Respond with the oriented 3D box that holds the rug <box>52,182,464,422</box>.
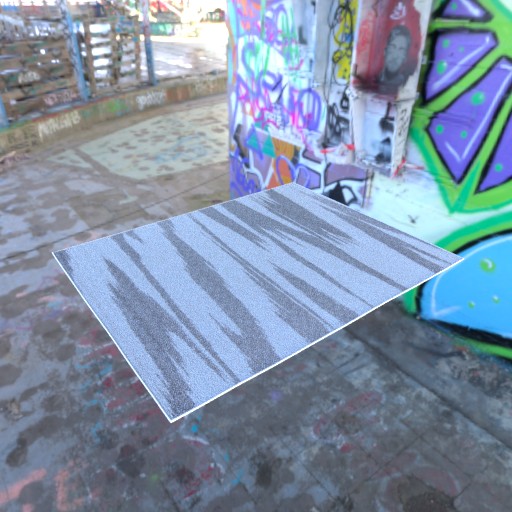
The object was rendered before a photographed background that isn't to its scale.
[{"bbox_3d":[0.000,0.000,4.029,2.945,0.014,2.353,-21,37,-31],"label":"rug"}]
